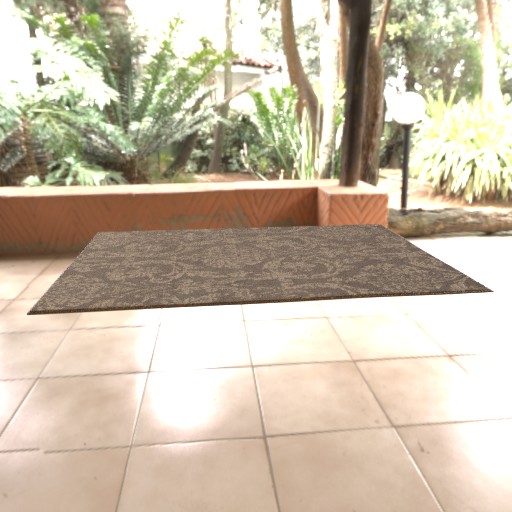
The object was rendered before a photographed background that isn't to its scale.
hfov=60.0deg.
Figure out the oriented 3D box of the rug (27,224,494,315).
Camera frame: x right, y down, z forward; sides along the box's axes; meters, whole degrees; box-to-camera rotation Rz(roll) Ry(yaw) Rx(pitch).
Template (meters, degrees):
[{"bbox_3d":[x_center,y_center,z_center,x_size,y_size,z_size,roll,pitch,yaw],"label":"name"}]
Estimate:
[{"bbox_3d":[0.000,0.000,2.282,1.824,0.012,1.206,-2,17,-7],"label":"rug"}]
